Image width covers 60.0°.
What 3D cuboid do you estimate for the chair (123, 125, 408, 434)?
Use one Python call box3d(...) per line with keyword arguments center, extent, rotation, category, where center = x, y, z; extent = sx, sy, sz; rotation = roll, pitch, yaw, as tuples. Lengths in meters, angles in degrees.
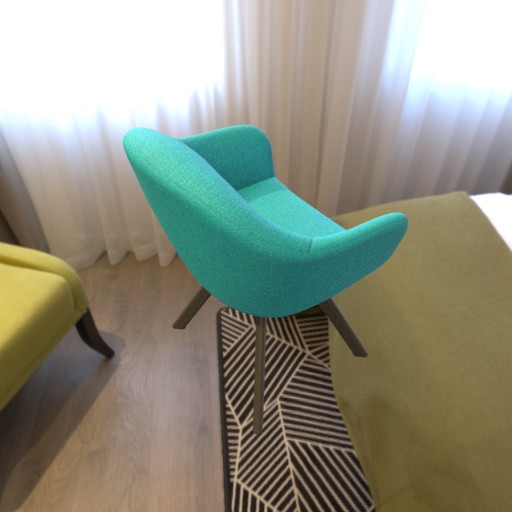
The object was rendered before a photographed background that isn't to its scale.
box3d(center=(0.000, 0.000, 1.198), extent=(0.550, 0.795, 0.590), rotation=(-26, 48, -27), category="chair")
